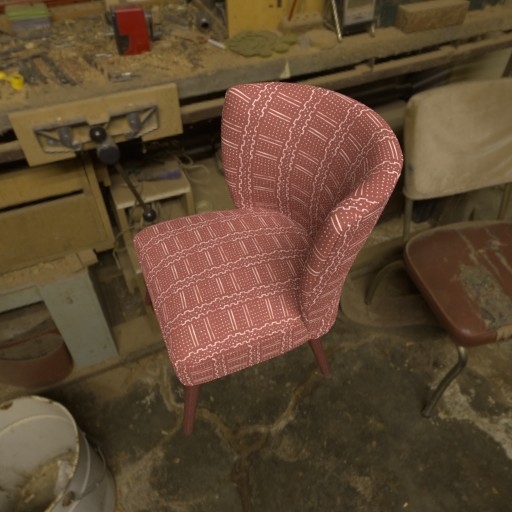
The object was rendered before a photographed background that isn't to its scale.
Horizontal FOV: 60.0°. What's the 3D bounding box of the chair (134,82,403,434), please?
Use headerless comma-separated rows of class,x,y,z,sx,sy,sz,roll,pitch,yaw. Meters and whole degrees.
chair,0.000,0.000,1.448,0.758,0.866,0.706,-17,49,-15
